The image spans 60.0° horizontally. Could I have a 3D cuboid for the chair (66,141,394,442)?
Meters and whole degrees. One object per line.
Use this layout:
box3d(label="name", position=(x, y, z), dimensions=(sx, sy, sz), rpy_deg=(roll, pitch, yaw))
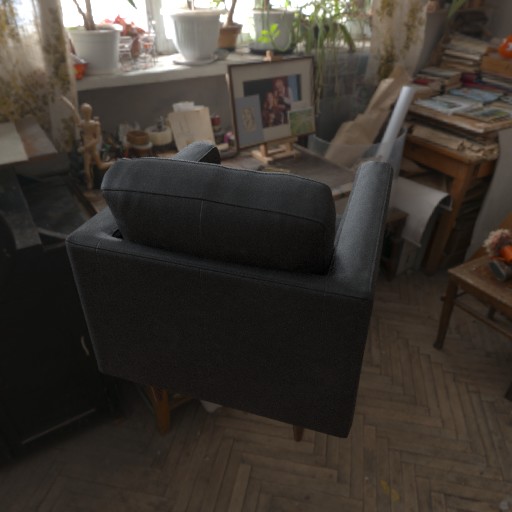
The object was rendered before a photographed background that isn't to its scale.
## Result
box3d(label="chair", position=(0.000, 0.000, 1.547), dimensions=(0.831, 0.898, 0.879), rpy_deg=(10, 35, 15))
